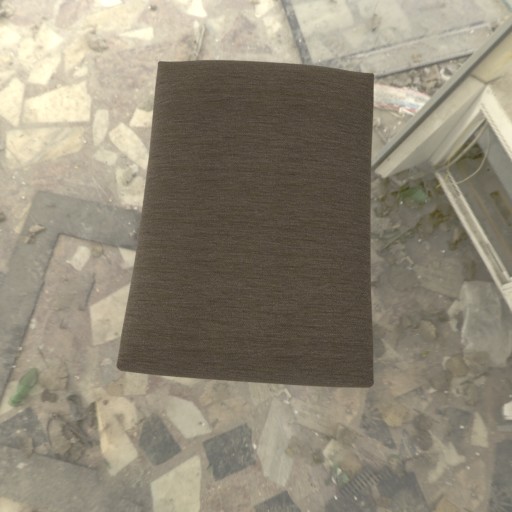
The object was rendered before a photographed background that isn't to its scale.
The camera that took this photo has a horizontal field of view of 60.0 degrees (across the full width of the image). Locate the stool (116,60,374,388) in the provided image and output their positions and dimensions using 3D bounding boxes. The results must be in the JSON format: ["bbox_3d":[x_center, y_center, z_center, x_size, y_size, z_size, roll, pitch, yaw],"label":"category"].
[{"bbox_3d":[0.000,0.000,0.953,0.372,0.654,0.504,4,76,1],"label":"stool"}]
